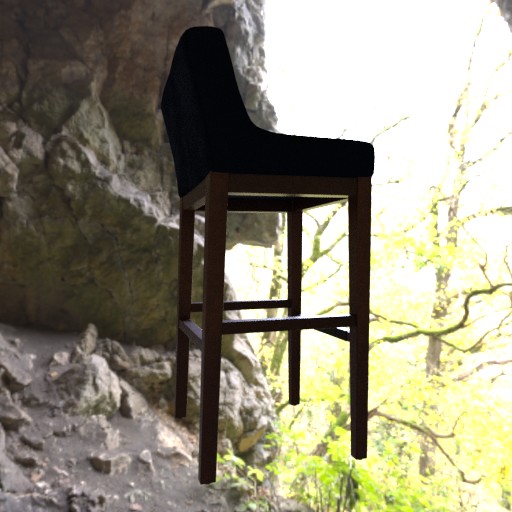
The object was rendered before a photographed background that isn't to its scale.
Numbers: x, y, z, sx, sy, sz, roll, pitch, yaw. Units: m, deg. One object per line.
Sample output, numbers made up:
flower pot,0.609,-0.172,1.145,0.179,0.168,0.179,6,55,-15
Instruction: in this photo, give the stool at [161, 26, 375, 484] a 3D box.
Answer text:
stool,0.000,0.000,1.273,0.500,1.037,0.511,0,0,-18
